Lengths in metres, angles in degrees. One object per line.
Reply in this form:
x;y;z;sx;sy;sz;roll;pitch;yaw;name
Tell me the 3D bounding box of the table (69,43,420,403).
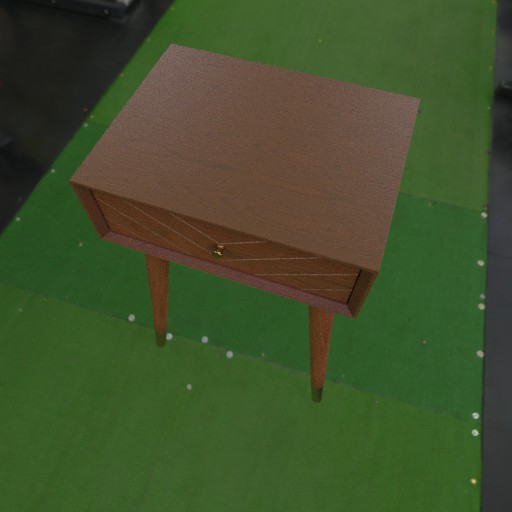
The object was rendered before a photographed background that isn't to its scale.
0.000;0.000;0.836;0.406;0.599;0.300;17;60;10;table
